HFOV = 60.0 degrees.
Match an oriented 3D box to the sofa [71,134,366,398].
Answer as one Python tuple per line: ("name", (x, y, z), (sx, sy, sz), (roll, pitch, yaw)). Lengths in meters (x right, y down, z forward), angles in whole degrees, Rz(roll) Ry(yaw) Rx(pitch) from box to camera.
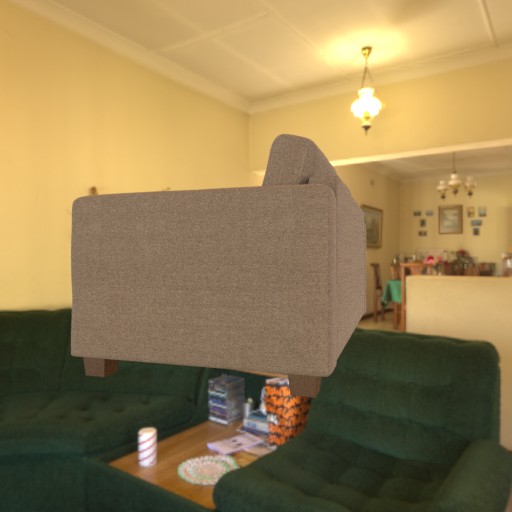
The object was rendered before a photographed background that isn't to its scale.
("sofa", (0.000, 0.000, 2.045), (0.900, 0.800, 1.520), (0, 0, 18))
